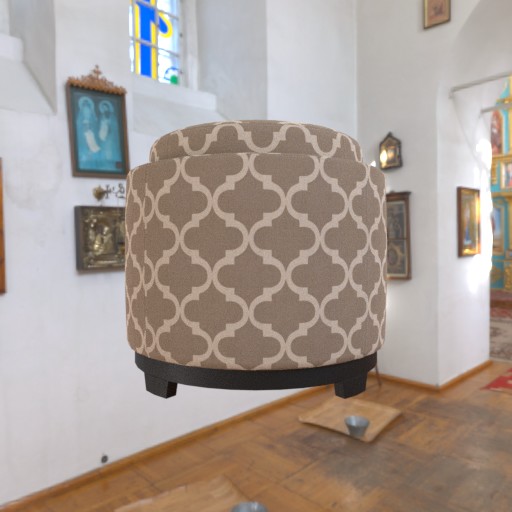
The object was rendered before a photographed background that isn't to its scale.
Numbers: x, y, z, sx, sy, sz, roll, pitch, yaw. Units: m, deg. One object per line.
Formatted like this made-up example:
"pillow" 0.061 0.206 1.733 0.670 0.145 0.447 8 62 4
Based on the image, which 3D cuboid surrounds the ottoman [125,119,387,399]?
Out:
"ottoman" 0.000 0.000 0.845 0.480 0.429 0.480 0 1 0
